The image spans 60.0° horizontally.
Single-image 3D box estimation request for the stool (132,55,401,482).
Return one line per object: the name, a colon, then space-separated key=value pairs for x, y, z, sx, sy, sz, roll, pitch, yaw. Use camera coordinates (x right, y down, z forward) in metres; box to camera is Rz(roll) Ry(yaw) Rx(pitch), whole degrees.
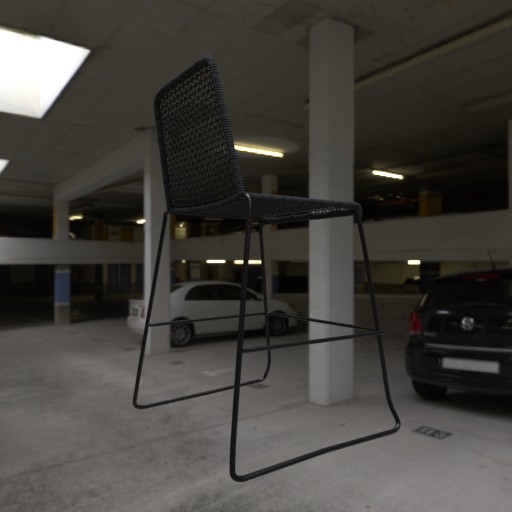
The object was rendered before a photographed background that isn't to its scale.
stool: x=0.000 y=0.000 z=1.233 sx=0.509 sy=0.905 sz=0.590 roll=0 pitch=-1 yaw=-36
